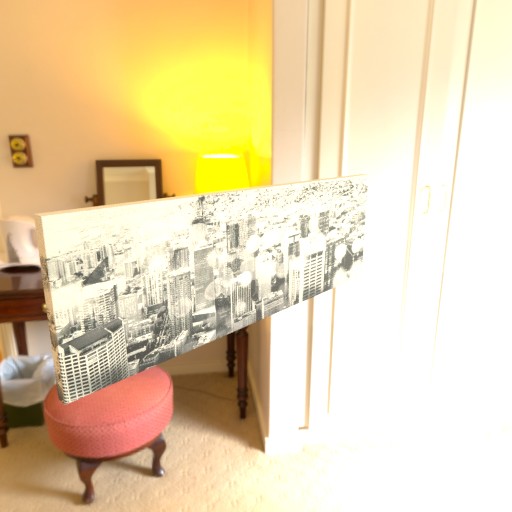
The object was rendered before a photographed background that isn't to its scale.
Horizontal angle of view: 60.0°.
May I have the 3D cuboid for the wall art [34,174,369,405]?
[{"bbox_3d":[0.000,0.000,1.654,0.044,0.507,1.520,14,21,41],"label":"wall art"}]
